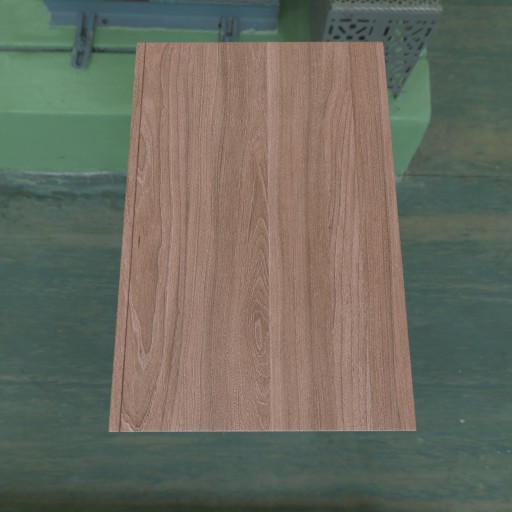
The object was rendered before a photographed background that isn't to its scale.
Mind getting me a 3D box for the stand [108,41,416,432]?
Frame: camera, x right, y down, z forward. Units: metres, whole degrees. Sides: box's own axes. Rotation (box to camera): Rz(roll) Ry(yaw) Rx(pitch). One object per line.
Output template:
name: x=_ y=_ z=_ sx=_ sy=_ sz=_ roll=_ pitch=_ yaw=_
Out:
stand: x=0.000 y=0.000 z=0.897 sx=0.420 sy=0.500 sz=0.600 roll=0 pitch=76 yaw=0
